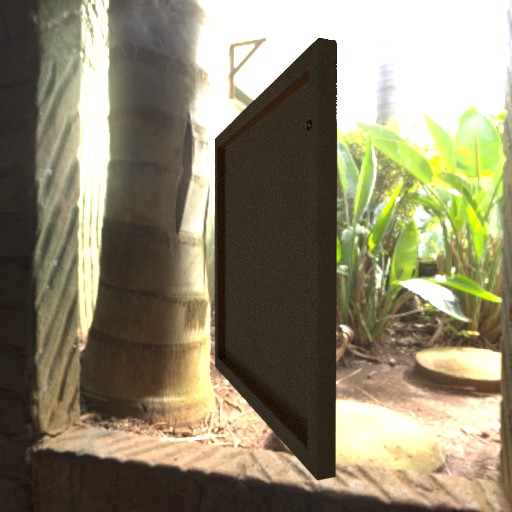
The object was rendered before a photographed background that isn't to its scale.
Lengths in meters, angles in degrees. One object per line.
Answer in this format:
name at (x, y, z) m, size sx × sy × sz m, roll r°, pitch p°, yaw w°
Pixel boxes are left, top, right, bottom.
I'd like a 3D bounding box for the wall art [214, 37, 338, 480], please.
wall art at (0.000, 0.000, 1.124) m, size 0.041 × 0.762 × 0.762 m, roll -1°, pitch 2°, yaw -19°
